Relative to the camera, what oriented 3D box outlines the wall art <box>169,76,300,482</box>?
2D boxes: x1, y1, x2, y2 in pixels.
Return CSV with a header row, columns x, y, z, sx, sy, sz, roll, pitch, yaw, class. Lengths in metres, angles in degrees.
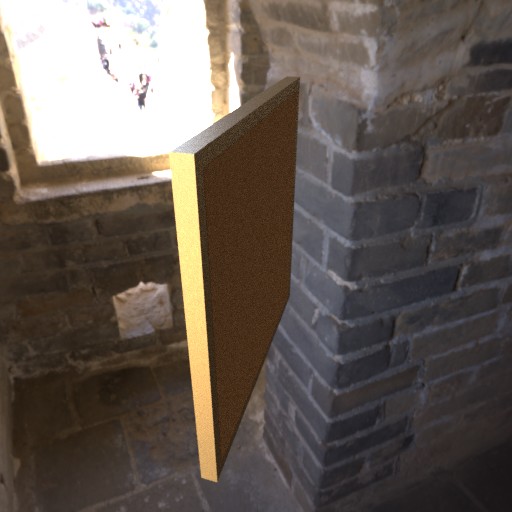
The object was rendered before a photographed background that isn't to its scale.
x,y,z,sx,sy,sz,roll,pitch,yaw,class
0.000,0.000,2.885,0.099,1.926,1.926,8,31,14,wall art
